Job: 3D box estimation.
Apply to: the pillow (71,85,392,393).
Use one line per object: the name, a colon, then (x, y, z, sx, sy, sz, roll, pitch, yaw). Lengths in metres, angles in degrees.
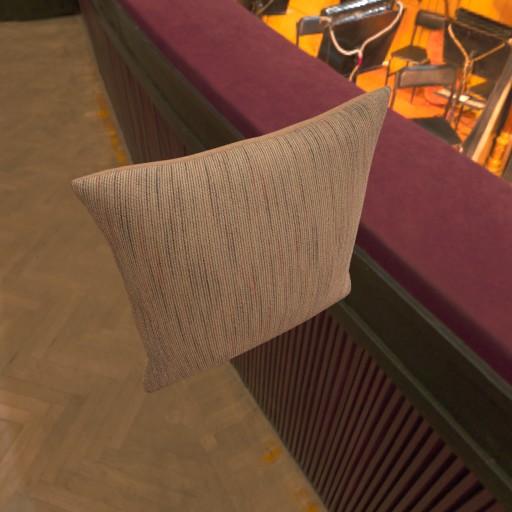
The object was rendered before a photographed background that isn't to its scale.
pillow: (0.000, 0.000, 0.788, 0.512, 0.506, 0.178, -23, 50, -21)
